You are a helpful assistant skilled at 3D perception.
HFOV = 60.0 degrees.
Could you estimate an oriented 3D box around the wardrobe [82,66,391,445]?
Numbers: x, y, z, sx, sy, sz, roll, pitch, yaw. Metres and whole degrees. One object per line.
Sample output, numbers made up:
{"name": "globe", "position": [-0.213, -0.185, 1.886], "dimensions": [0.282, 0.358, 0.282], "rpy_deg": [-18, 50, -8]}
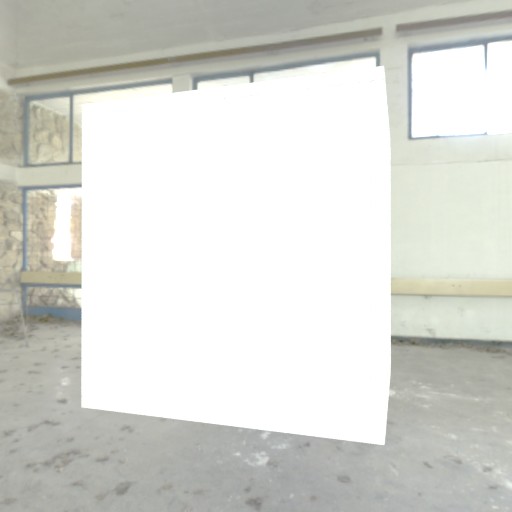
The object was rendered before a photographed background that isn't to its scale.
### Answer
{"name": "wardrobe", "position": [0.000, 0.000, 0.874], "dimensions": [0.500, 0.520, 0.400], "rpy_deg": [0, 0, 18]}
